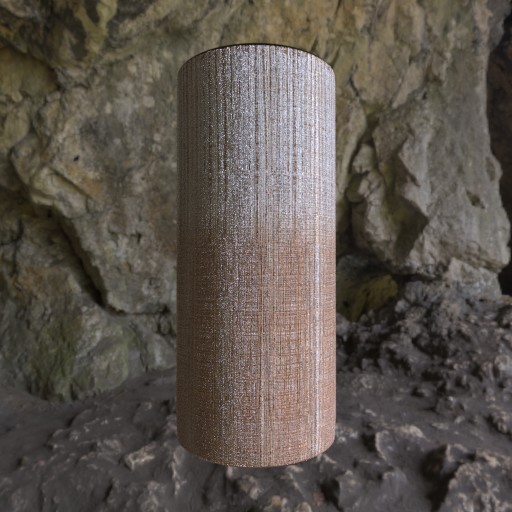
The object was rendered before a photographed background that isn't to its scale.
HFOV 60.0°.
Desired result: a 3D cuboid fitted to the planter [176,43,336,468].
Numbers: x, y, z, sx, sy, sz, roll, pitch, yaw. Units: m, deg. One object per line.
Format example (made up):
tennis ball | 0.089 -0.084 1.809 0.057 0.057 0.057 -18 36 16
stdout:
planter | 0.000 0.000 0.283 0.100 0.227 0.100 0 -1 -17
